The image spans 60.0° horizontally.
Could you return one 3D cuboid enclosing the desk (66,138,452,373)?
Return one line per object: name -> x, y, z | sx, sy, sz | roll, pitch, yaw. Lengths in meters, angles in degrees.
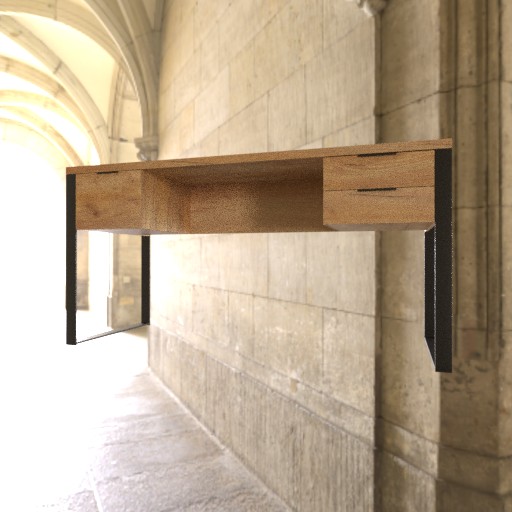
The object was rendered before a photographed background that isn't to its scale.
desk -> 0.000, 0.000, 1.946 | 1.520, 0.760, 0.600 | 0, 0, 18
